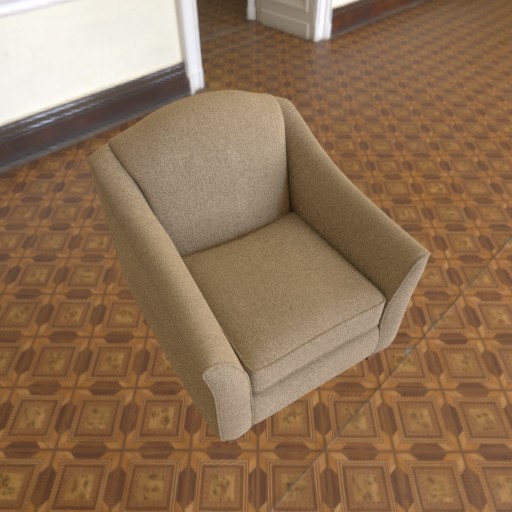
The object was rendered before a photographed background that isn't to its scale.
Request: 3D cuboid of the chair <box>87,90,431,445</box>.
[{"bbox_3d":[0.000,0.000,1.478,0.763,0.839,0.787,-24,50,-22],"label":"chair"}]
